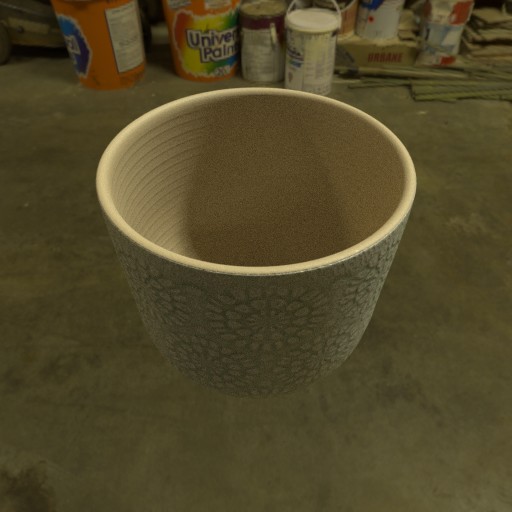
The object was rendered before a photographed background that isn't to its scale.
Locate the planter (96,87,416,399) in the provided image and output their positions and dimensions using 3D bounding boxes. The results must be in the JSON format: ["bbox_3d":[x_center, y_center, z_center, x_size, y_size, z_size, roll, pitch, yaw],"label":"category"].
[{"bbox_3d":[0.000,0.000,0.294,0.169,0.153,0.169,0,46,0],"label":"planter"}]
